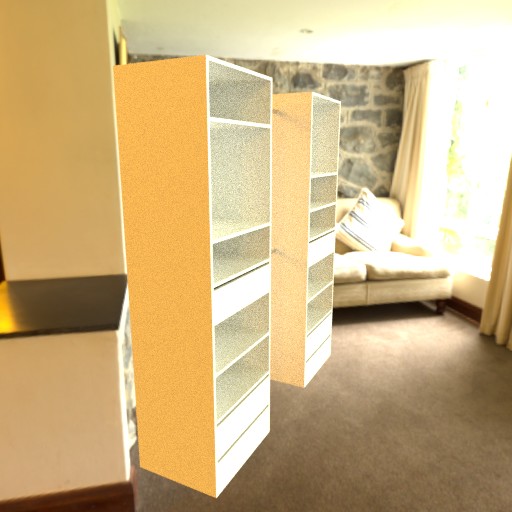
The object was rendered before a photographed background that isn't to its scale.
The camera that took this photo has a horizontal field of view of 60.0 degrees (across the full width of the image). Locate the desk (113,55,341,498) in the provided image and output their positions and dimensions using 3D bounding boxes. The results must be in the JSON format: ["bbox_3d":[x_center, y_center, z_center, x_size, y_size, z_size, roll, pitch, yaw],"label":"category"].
[{"bbox_3d":[0.000,0.000,2.801,0.480,2.000,1.770,7,15,27],"label":"desk"}]
